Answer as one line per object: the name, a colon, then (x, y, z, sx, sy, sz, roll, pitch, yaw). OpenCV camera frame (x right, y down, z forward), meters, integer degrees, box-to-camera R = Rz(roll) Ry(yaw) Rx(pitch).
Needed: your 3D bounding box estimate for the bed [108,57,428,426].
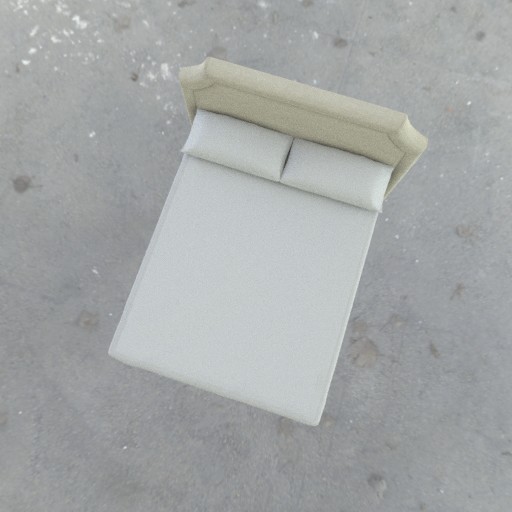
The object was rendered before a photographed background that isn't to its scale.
bed: (0.000, 0.000, 3.318, 1.828, 1.297, 2.164, 18, 78, 4)
